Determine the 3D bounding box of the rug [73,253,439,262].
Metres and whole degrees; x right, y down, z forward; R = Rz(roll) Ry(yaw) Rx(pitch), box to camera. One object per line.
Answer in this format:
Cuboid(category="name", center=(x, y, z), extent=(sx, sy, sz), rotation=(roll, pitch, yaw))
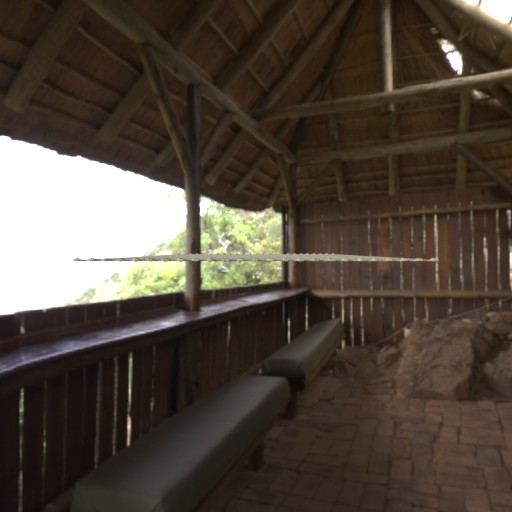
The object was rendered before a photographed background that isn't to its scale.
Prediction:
Cuboid(category="rug", center=(0.000, 0.000, 2.323), extent=(1.162, 0.013, 1.875), rotation=(0, 1, 0))
